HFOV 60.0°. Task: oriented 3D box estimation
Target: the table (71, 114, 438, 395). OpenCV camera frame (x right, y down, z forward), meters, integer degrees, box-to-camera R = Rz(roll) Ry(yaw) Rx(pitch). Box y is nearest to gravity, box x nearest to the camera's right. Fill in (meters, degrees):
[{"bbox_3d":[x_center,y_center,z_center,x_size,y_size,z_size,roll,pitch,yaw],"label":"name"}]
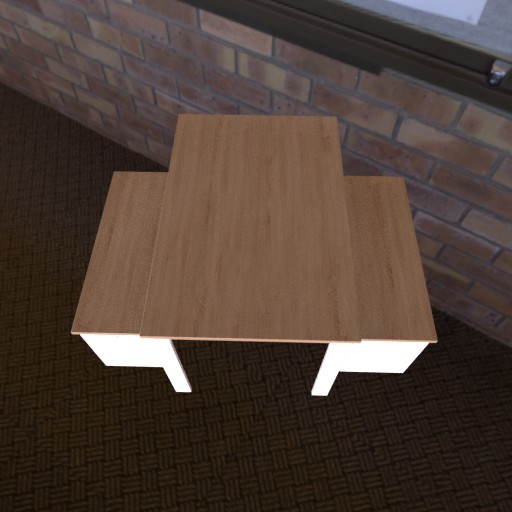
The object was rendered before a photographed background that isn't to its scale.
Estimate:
[{"bbox_3d":[0.000,0.000,2.046,1.443,0.700,1.100,1,57,1],"label":"table"}]
